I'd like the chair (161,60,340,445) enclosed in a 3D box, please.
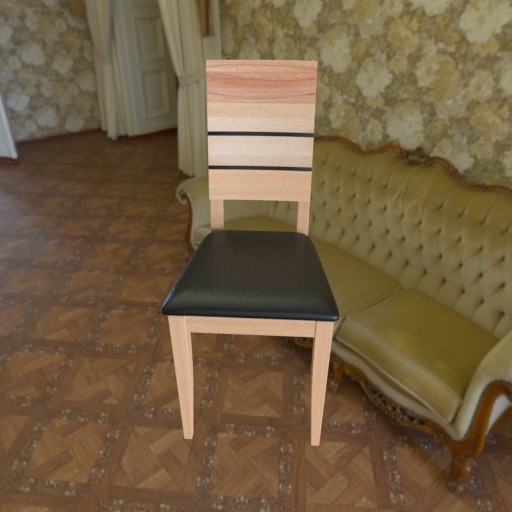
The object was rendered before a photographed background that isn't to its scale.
[{"bbox_3d":[0.000,0.000,1.224,0.410,0.940,0.520,2,31,3],"label":"chair"}]
